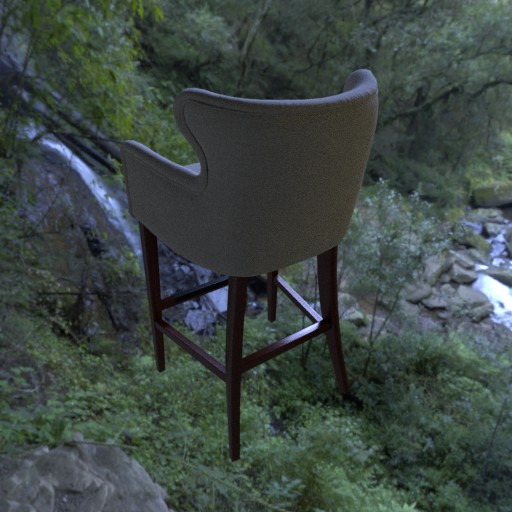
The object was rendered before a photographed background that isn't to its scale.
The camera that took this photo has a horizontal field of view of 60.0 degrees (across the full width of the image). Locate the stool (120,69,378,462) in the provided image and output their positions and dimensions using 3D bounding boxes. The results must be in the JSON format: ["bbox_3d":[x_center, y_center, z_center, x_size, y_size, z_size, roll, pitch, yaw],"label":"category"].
[{"bbox_3d":[0.000,0.000,1.333,0.556,1.034,0.563,-19,35,-30],"label":"stool"}]
